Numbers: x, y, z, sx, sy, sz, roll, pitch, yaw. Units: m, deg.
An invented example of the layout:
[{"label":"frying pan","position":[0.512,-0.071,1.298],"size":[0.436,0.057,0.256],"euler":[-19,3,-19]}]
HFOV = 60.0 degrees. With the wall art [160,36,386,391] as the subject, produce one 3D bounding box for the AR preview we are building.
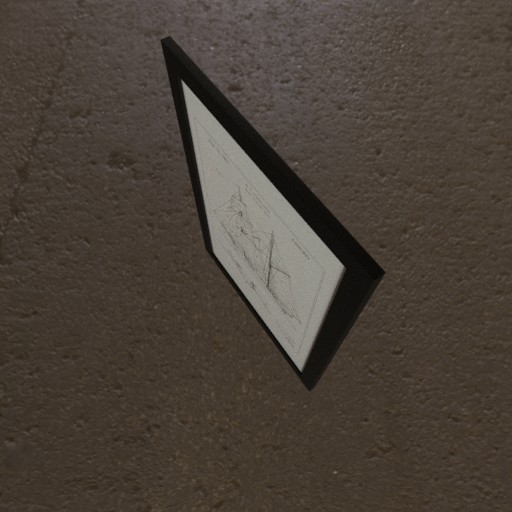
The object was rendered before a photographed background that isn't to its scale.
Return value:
[{"label":"wall art","position":[0.000,0.000,0.597],"size":[0.011,0.459,0.326],"euler":[-32,67,-15]}]
